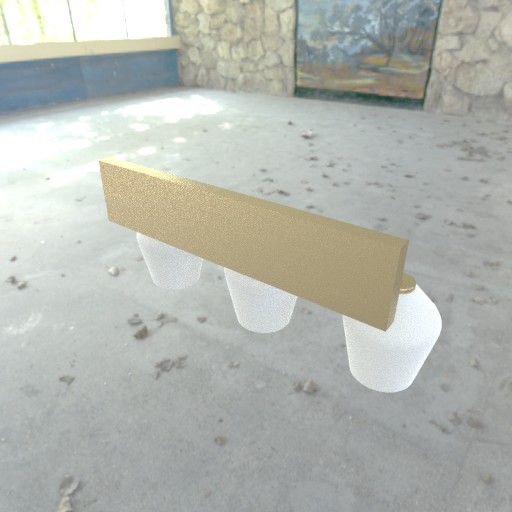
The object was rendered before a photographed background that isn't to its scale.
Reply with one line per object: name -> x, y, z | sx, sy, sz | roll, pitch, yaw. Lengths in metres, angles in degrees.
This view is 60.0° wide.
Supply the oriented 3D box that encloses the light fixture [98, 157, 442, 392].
light fixture -> 0.000, 0.000, 0.750 | 0.609, 0.280, 0.190 | 20, 35, 32
